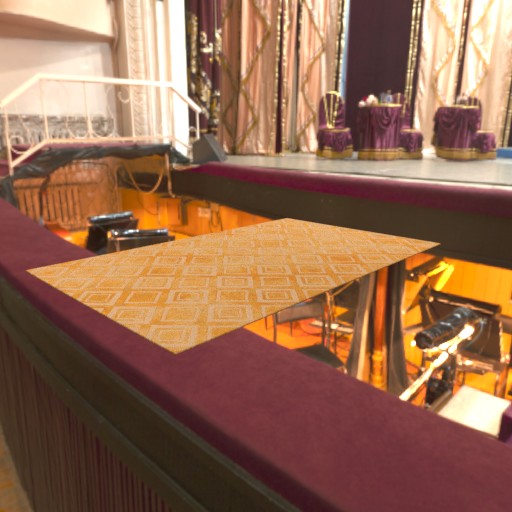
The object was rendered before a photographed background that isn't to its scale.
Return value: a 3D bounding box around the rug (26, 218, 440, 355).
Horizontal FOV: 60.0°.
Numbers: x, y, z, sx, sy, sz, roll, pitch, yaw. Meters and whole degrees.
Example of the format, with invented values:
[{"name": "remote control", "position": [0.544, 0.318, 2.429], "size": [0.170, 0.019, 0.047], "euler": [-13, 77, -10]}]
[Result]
[{"name": "rug", "position": [0.000, 0.000, 2.985], "size": [1.511, 0.010, 2.424], "euler": [14, 21, 42]}]
